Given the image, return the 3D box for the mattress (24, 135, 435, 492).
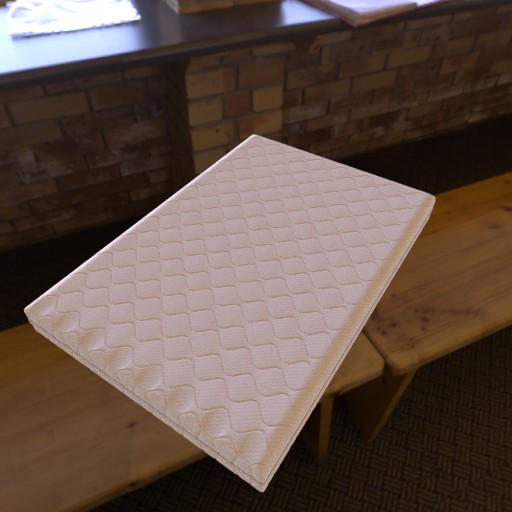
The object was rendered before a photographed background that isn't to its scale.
[{"bbox_3d":[0.000,0.000,2.515,1.400,0.200,2.000,25,50,23],"label":"mattress"}]
